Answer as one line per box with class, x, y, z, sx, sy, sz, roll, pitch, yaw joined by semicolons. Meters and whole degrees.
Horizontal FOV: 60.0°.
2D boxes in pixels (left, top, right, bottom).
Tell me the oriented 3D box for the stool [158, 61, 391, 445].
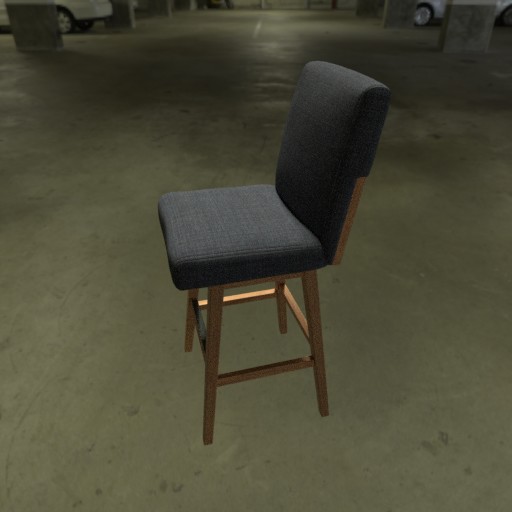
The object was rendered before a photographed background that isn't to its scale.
stool;0.000;0.000;1.433;0.570;1.112;0.483;-8;32;-13
